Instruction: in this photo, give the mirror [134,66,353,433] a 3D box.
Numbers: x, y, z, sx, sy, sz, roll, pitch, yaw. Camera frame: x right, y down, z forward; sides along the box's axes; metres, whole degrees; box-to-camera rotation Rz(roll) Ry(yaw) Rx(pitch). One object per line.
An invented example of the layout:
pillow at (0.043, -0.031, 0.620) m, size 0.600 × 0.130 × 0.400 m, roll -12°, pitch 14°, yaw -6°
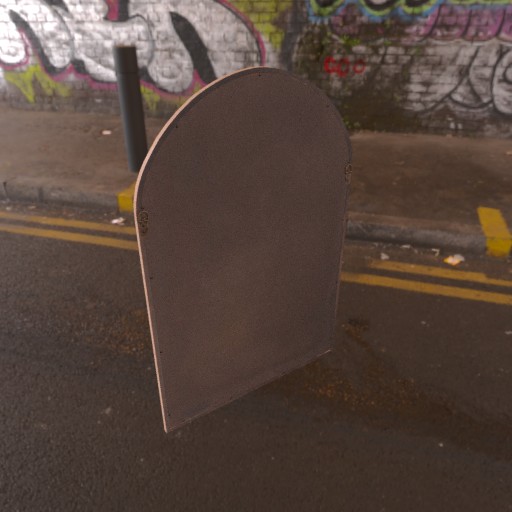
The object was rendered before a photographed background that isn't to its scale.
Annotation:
mirror at (0.000, 0.000, 1.159) m, size 0.609 × 0.915 × 0.032 m, roll -18°, pitch 33°, yaw -29°
